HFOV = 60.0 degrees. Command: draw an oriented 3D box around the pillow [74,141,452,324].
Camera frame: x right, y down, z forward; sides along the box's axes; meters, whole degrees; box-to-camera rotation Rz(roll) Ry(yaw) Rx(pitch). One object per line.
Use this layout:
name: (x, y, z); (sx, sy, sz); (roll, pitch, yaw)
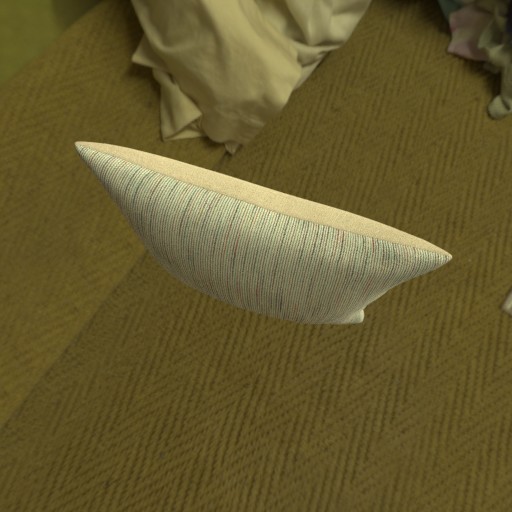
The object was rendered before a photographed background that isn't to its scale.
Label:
pillow: (0.000, 0.000, 0.799); (0.512, 0.506, 0.178); (17, 75, 5)
